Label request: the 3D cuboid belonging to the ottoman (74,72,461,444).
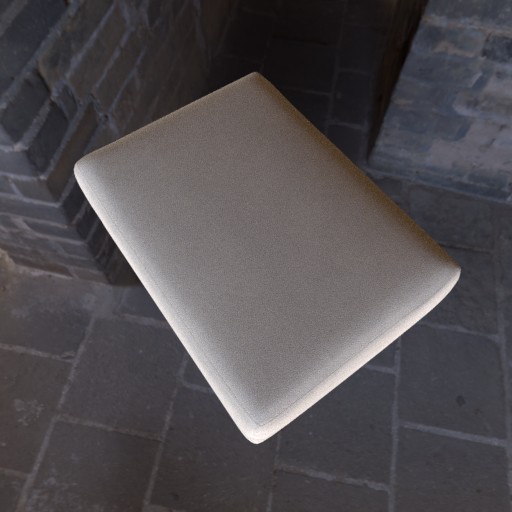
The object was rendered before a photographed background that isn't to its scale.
[{"bbox_3d":[0.000,0.000,1.170,0.569,0.504,0.773,-33,68,-16],"label":"ottoman"}]
